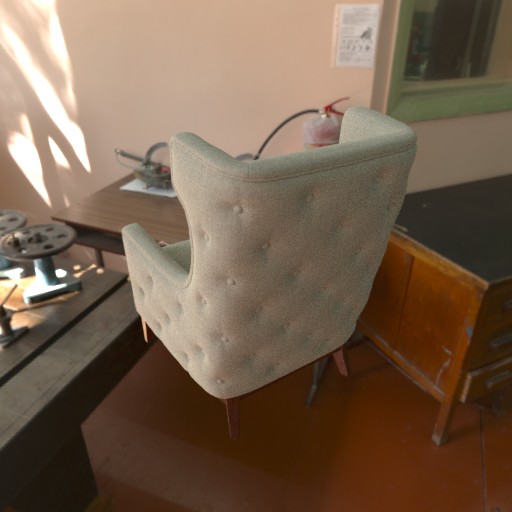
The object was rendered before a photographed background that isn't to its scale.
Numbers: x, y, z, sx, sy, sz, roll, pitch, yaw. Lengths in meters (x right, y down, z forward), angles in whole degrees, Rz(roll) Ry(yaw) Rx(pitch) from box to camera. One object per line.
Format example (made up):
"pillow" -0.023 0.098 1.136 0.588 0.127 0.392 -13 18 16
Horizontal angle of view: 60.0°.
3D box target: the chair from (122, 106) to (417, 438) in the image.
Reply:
"chair" 0.000 0.000 1.692 0.778 1.079 0.899 -18 34 -29
